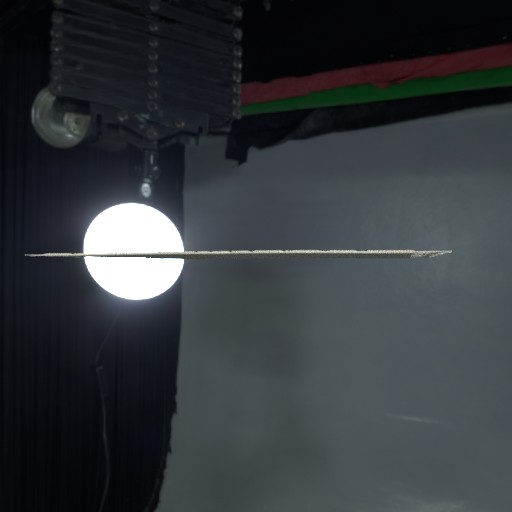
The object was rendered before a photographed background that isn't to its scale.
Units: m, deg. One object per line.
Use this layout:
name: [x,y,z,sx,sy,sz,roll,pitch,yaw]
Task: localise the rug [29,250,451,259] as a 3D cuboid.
rug: [0.000,0.000,4.237,3.213,0.030,2.388,0,-1,18]
